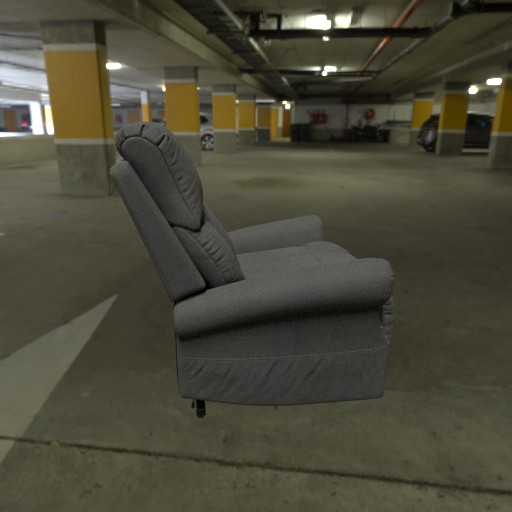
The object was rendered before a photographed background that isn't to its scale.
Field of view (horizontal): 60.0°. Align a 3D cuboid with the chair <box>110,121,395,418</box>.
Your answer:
[{"bbox_3d":[0.000,0.000,1.778,0.979,1.031,0.871,-3,17,-10],"label":"chair"}]
